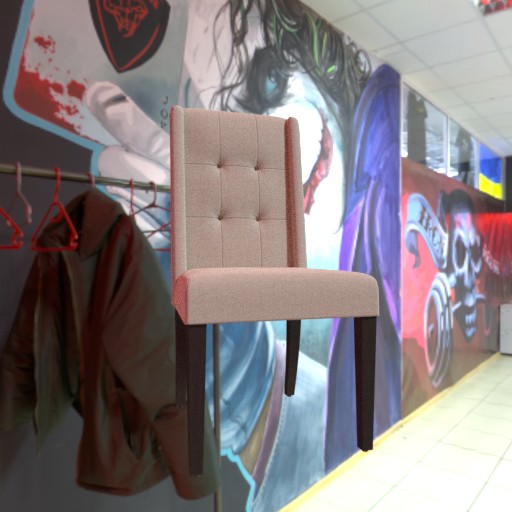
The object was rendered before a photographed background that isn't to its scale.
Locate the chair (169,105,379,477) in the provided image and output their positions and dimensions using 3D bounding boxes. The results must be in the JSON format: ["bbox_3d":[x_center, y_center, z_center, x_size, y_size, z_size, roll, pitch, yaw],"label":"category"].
[{"bbox_3d":[0.000,0.000,1.258,0.474,0.961,0.523,0,0,-17],"label":"chair"}]
